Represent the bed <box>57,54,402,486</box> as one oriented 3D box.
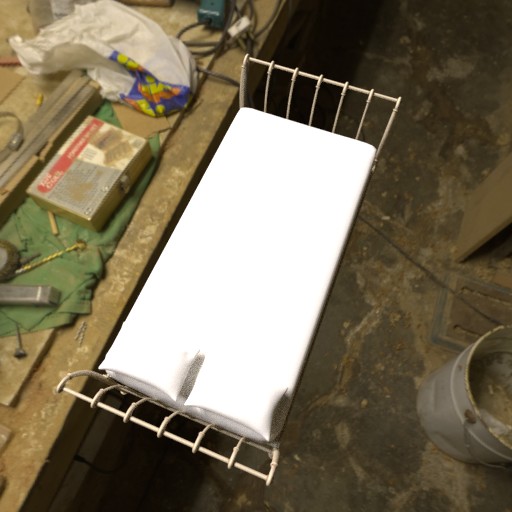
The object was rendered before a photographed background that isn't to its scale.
[{"bbox_3d":[0.000,0.000,2.675,1.032,0.873,2.228,20,66,9],"label":"bed"}]
